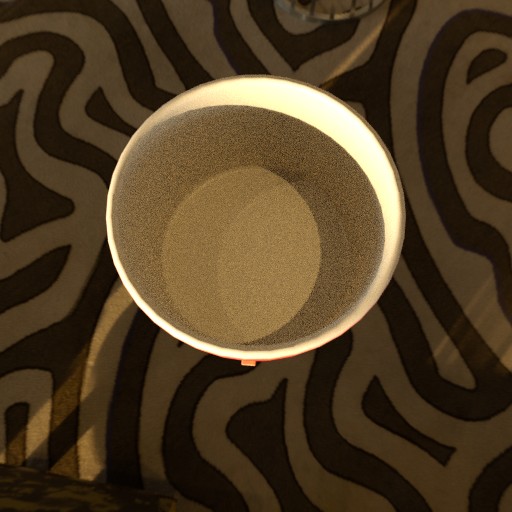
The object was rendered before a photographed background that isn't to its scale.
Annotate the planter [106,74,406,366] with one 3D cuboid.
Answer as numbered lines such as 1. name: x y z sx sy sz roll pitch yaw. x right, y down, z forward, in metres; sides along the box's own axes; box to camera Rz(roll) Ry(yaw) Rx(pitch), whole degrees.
1. planter: 0.000 0.000 0.561 0.269 0.379 0.269 0 76 0
